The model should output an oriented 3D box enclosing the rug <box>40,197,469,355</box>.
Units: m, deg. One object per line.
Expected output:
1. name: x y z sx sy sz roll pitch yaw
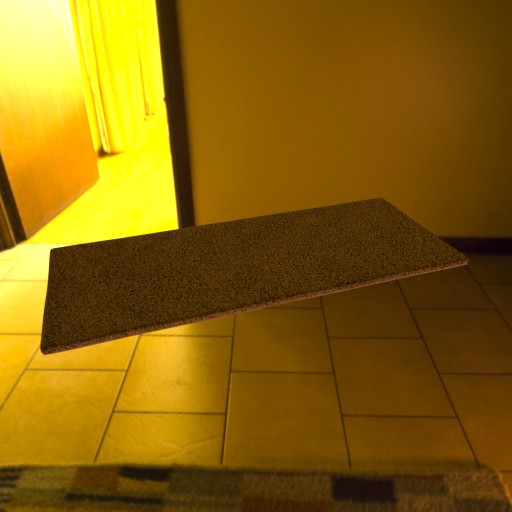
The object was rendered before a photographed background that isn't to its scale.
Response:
1. rug: 0.000 0.000 1.732 1.524 0.030 0.609 -10 33 -16
